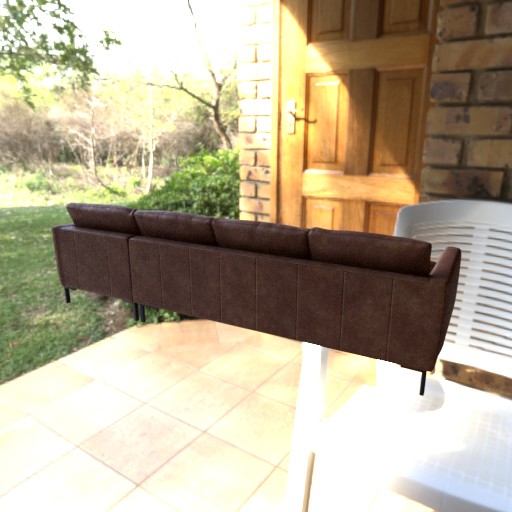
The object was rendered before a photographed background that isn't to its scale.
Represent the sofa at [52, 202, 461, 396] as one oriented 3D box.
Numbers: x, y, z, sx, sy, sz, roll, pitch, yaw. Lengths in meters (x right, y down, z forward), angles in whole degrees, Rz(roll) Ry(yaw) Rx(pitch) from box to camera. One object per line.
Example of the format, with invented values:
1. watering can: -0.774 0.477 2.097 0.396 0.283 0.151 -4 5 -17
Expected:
1. sofa: 0.000 0.000 3.575 2.993 0.859 1.471 8 18 27
